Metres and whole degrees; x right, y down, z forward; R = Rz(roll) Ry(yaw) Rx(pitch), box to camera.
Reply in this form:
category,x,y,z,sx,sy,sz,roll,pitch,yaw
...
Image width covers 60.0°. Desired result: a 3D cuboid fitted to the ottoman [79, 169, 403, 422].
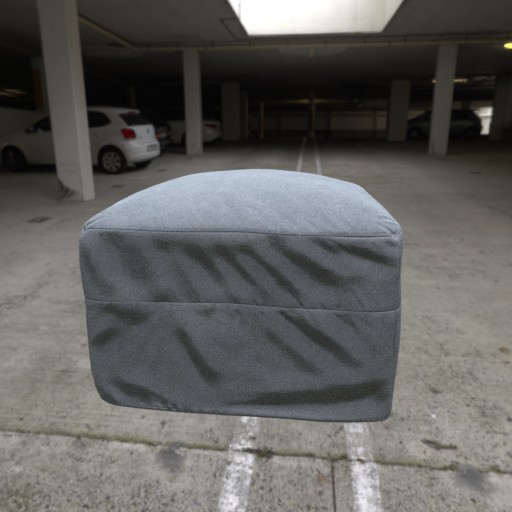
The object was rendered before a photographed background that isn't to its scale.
category,x,y,z,sx,sy,sz,roll,pitch,yaw
ottoman,0.000,0.000,1.268,0.683,0.481,0.837,2,15,6
